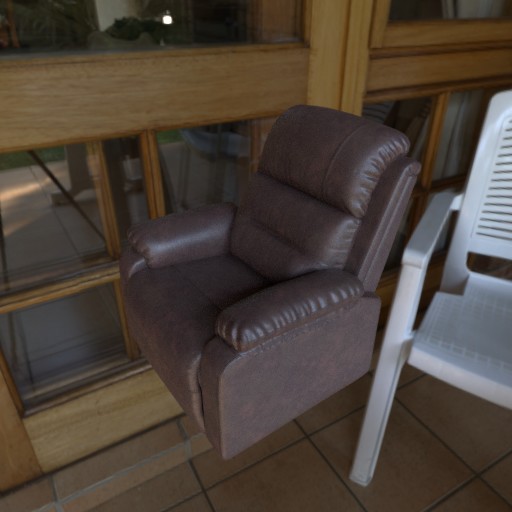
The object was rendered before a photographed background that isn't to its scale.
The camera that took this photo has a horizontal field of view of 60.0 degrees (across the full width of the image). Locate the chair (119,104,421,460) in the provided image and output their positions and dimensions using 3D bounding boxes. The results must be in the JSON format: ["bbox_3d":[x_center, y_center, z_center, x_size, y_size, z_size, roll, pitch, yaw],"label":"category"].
[{"bbox_3d":[0.000,0.000,1.699,0.919,0.992,0.855,-20,36,-30],"label":"chair"}]
